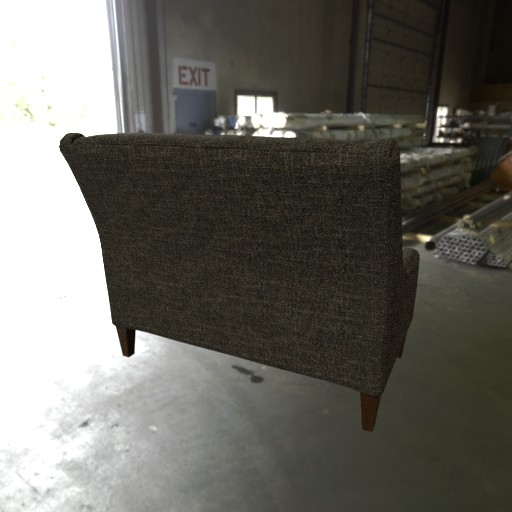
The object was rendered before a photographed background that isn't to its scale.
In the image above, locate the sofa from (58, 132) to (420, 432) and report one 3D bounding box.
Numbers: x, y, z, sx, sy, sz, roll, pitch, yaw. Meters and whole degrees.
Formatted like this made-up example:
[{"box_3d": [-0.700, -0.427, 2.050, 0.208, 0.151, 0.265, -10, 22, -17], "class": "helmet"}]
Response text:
[{"box_3d": [0.000, 0.000, 1.879, 1.242, 1.021, 0.870, 9, 19, 26], "class": "sofa"}]
